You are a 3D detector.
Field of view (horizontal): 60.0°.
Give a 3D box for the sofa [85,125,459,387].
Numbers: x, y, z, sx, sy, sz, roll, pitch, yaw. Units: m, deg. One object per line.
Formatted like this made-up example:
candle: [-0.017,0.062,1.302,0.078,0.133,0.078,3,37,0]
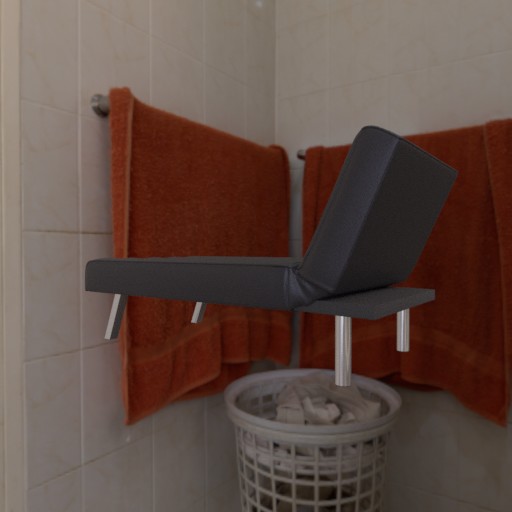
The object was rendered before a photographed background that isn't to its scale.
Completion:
sofa: [0.000,0.000,2.017,1.560,0.820,0.760,1,1,36]
